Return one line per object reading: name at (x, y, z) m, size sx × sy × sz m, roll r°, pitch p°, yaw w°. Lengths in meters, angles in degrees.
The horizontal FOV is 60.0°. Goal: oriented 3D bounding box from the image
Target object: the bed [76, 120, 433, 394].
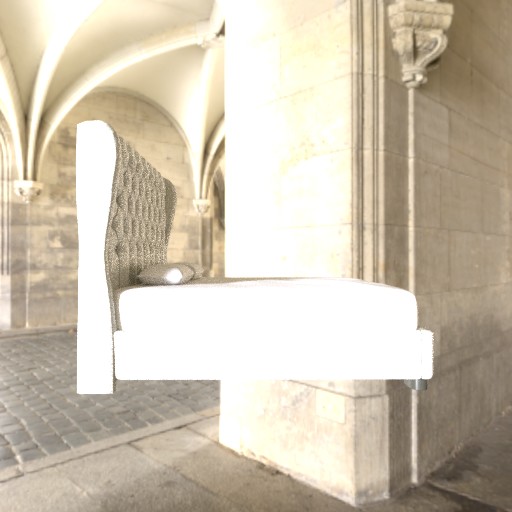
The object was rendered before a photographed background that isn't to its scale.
bed at (0.000, 0.000, 3.929) m, size 2.347 × 1.771 × 2.219 m, roll 0°, pitch 0°, yaw 0°
